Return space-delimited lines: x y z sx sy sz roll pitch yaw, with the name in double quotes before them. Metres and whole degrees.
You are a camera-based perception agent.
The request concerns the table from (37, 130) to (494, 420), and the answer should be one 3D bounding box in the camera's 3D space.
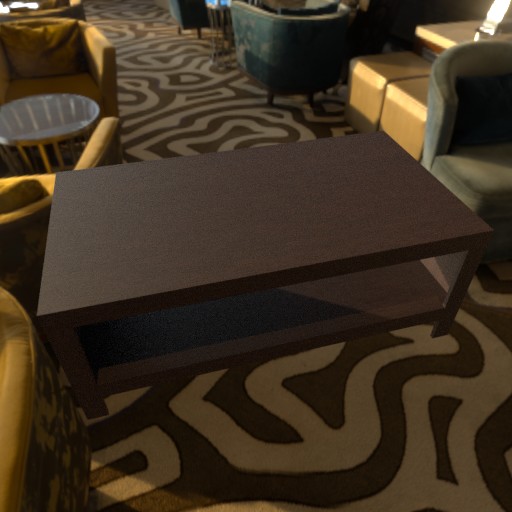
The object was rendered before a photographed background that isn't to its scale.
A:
"table" 0.000 0.000 1.380 1.099 0.424 0.597 -10 42 -11
